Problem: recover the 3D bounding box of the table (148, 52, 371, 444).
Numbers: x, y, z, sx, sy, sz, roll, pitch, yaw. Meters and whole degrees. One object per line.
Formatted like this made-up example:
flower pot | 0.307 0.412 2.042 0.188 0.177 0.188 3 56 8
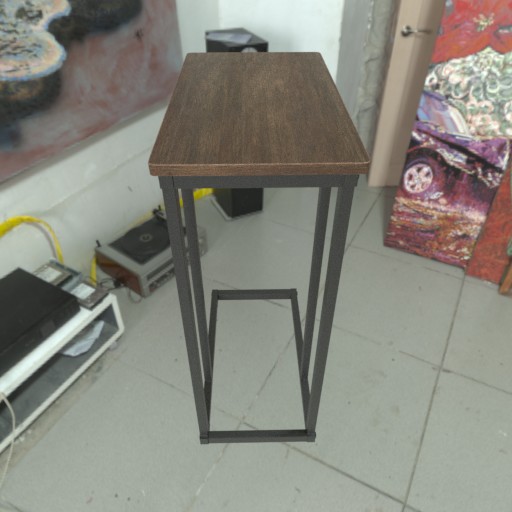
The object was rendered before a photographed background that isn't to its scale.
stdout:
table | 0.000 0.000 0.874 0.254 0.637 0.450 -1 39 -1
